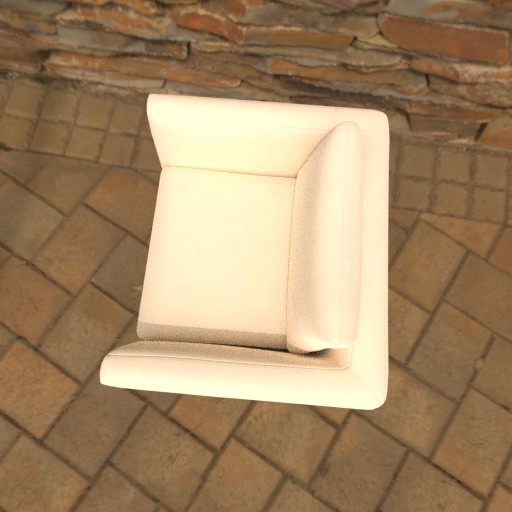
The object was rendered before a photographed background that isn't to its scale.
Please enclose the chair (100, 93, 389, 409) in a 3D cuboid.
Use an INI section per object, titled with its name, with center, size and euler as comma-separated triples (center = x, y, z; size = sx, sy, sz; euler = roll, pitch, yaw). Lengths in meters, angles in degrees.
[chair]
center = 0.000, 0.000, 1.715
size = 0.889, 0.865, 1.041
euler = 5, 75, 1
